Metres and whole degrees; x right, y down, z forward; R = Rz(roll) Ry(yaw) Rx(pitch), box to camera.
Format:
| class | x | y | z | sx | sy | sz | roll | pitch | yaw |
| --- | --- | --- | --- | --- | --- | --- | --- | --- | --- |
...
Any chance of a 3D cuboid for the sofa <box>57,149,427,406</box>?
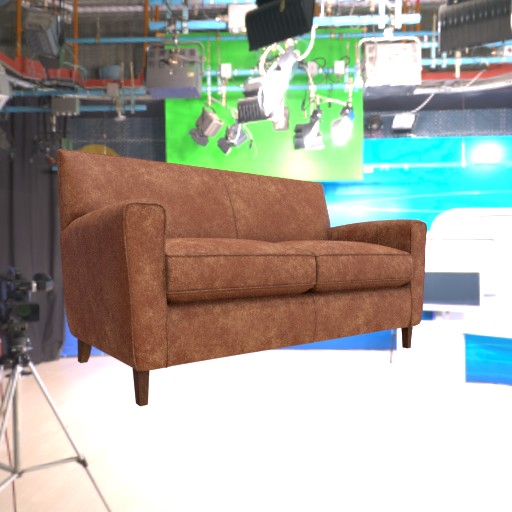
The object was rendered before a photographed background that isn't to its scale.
| class | x | y | z | sx | sy | sz | roll | pitch | yaw |
| --- | --- | --- | --- | --- | --- | --- | --- | --- | --- |
| sofa | 0.000 | 0.000 | 1.951 | 1.473 | 0.871 | 0.787 | 0 | 1 | -36 |
